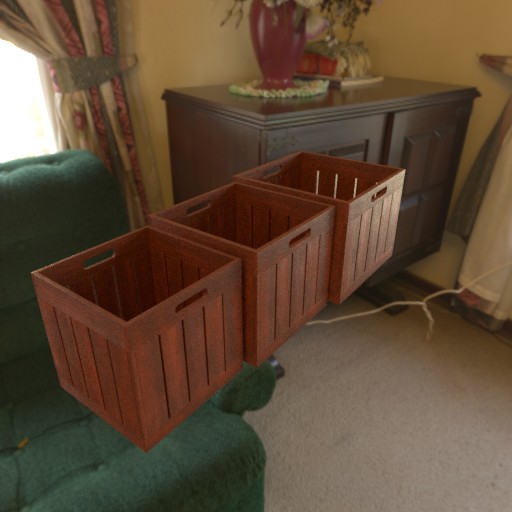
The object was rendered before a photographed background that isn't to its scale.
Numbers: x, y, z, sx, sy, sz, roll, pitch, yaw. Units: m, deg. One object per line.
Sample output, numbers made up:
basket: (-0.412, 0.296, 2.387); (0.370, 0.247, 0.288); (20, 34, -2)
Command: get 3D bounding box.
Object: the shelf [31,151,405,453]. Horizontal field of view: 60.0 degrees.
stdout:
shelf: (0.000, 0.000, 1.219); (0.393, 0.311, 1.064); (19, 33, 33)
